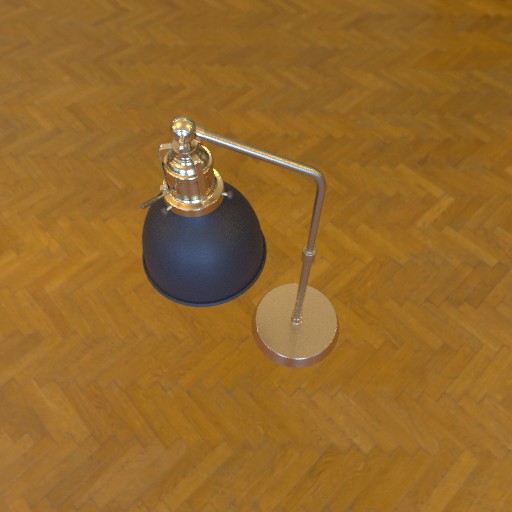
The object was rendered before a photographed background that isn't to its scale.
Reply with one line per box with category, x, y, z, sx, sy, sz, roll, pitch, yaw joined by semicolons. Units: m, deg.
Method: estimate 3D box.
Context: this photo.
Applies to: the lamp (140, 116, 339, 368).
lamp;0.000;0.000;0.581;0.291;0.456;0.160;1;59;0
